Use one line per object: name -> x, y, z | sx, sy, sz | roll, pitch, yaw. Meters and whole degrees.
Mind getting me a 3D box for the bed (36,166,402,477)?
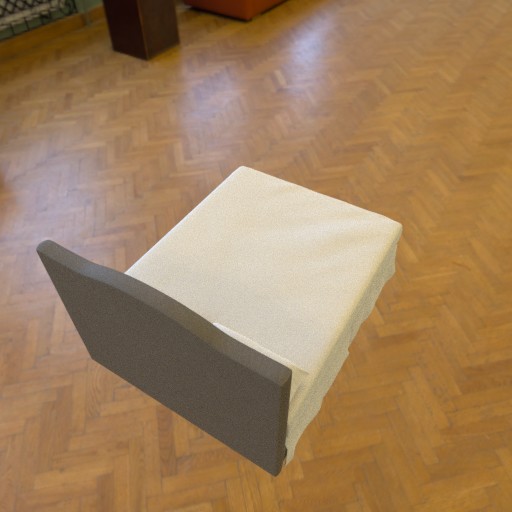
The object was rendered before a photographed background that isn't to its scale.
bed -> 0.000, 0.000, 3.454 | 1.821, 1.436, 2.282 | 24, 51, 21
